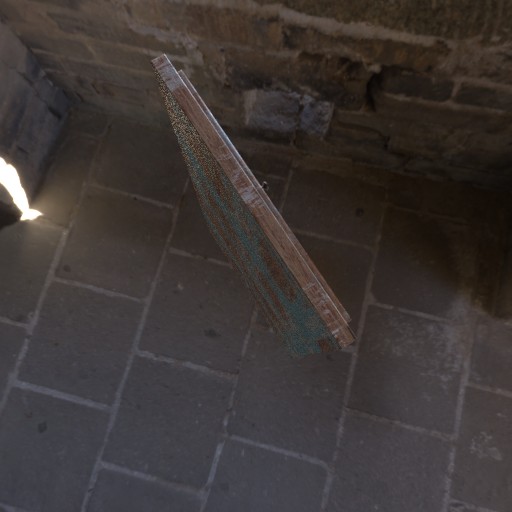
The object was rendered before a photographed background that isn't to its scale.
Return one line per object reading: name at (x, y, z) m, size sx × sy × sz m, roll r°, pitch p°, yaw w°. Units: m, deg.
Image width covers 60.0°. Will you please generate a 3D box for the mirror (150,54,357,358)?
mirror at (0.000, 0.000, 1.463) m, size 0.083 × 1.213 × 0.707 m, roll -32°, pitch 78°, yaw -7°
